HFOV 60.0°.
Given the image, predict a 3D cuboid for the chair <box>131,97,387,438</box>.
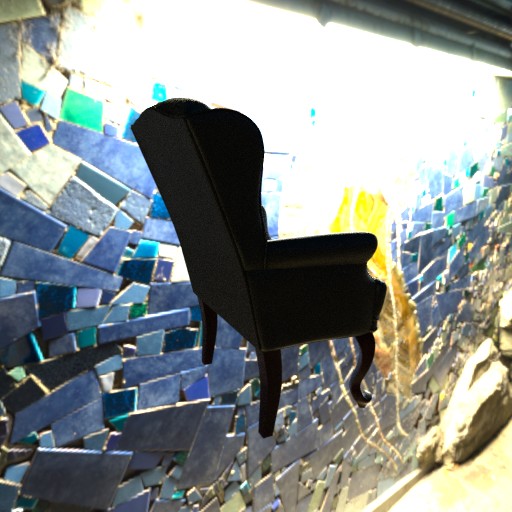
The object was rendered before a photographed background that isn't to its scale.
[{"bbox_3d":[0.000,0.000,1.685,0.762,1.111,0.838,-7,16,-26],"label":"chair"}]
